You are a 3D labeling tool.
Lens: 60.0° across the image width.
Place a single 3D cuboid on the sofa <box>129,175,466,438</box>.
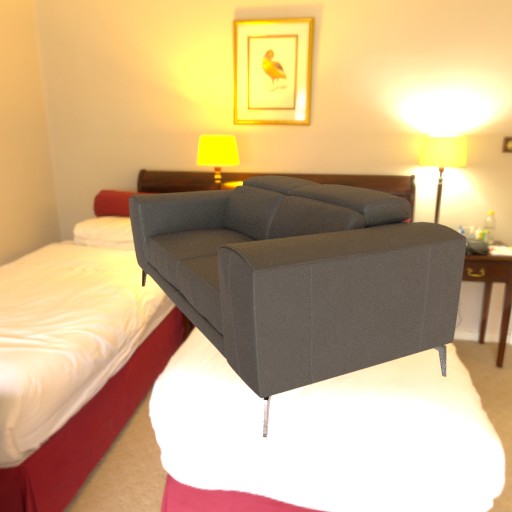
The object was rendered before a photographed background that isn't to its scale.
[{"bbox_3d":[0.000,0.000,2.443,1.003,0.779,1.895,-8,17,-26],"label":"sofa"}]
